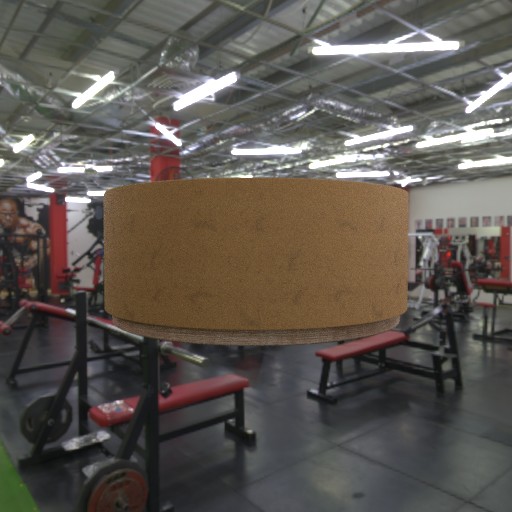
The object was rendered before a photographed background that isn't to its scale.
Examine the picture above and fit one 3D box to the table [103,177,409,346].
[{"bbox_3d":[0.000,0.000,1.544,1.001,0.409,1.001,0,2,0],"label":"table"}]
